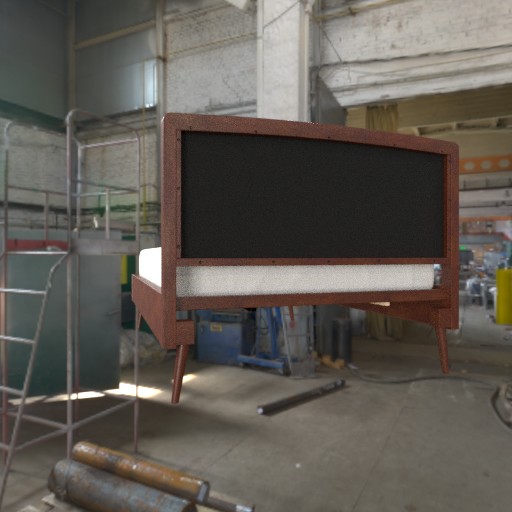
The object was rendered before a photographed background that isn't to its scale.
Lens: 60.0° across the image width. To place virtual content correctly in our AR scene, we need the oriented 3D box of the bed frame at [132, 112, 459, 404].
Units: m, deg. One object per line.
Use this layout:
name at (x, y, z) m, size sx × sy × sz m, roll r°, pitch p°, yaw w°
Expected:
bed frame at (0.000, 0.000, 3.171) m, size 1.587 × 1.279 × 2.171 m, roll 0°, pitch 0°, yaw -19°
